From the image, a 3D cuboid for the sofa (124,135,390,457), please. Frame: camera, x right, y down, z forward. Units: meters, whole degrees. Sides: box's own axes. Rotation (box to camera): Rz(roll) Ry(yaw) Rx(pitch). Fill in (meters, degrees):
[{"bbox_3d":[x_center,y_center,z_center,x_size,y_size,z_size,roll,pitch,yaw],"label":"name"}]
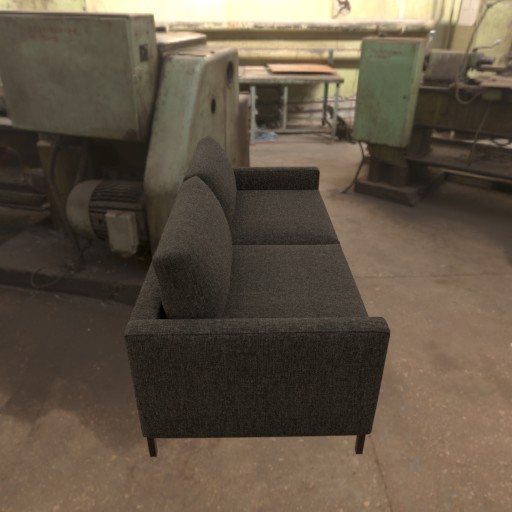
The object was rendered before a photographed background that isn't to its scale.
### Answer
[{"bbox_3d":[0.000,0.000,2.216,0.866,0.862,1.716,0,29,-1],"label":"sofa"}]
